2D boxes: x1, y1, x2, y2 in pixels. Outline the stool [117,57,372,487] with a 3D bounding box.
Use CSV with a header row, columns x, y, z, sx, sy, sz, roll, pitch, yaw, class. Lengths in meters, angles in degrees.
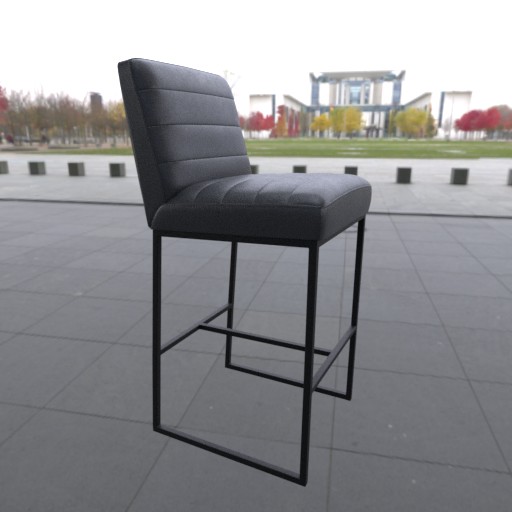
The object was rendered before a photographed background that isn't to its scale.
x,y,z,sx,sy,sz,roll,pitch,yaw,class
0.000,0.000,1.278,0.552,1.040,0.457,8,17,26,stool
